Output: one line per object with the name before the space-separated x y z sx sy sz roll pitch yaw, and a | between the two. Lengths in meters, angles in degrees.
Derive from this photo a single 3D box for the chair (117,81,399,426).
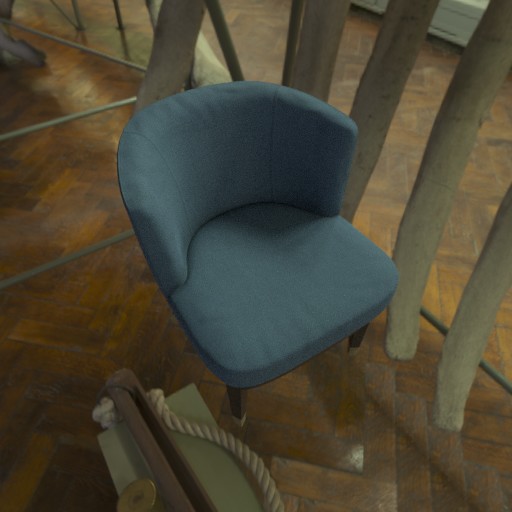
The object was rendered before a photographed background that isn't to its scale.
chair | 0.000 0.000 1.323 0.661 0.760 0.702 -25 51 -22
